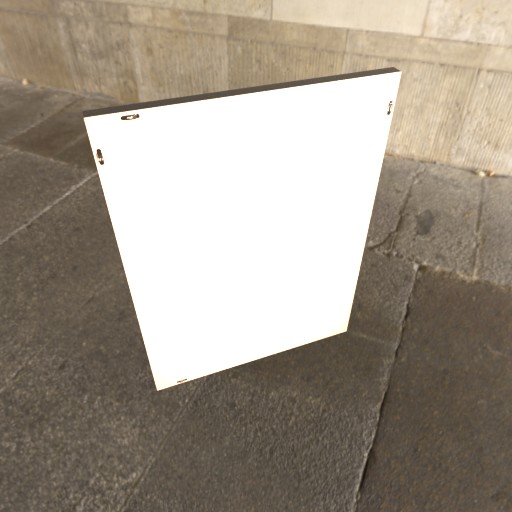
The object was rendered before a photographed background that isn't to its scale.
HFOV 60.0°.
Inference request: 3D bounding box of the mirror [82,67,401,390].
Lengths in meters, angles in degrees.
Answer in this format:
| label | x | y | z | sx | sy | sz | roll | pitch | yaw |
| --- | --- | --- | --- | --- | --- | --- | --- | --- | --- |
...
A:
| label | x | y | z | sx | sy | sz | roll | pitch | yaw |
| --- | --- | --- | --- | --- | --- | --- | --- | --- | --- |
| mirror | 0.000 | 0.000 | 1.350 | 0.762 | 1.016 | 0.040 | -14 | 43 | -15 |
